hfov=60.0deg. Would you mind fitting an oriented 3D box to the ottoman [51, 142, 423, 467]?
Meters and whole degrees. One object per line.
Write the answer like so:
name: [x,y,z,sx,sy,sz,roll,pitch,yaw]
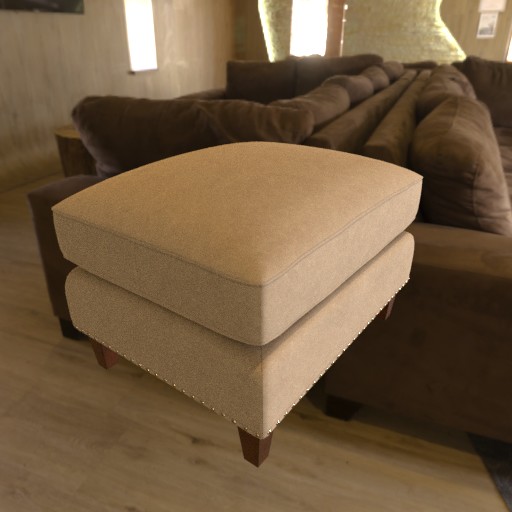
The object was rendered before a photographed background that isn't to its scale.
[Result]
ottoman: [0.000,0.000,1.134,0.584,0.513,0.741,18,31,33]
